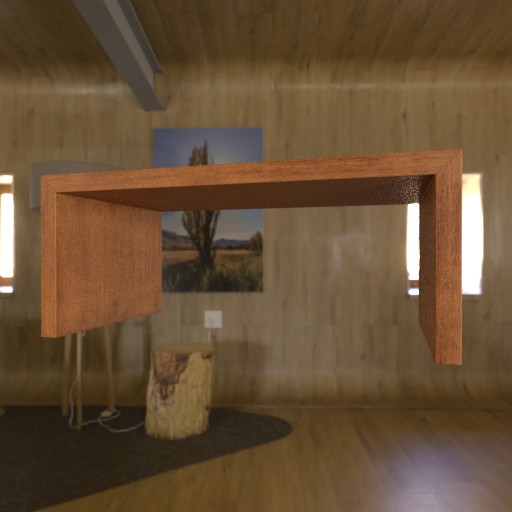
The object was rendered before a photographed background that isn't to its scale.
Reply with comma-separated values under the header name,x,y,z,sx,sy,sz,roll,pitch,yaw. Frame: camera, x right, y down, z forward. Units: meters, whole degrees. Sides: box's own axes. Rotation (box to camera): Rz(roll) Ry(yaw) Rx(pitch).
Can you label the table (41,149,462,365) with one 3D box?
name,x,y,z,sx,sy,sz,roll,pitch,yaw
table,0.000,0.000,1.264,1.000,0.419,0.549,0,0,17
